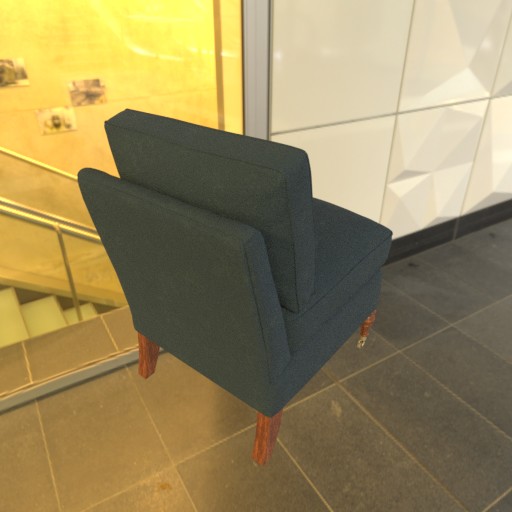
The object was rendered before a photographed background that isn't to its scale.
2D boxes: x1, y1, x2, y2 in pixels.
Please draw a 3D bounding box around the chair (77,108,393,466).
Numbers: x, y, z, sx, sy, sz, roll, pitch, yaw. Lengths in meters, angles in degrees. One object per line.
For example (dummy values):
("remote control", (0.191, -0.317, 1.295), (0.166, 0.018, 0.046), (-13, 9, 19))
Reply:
("chair", (0.000, 0.000, 1.645), (0.724, 1.052, 0.912), (23, 37, 33))
